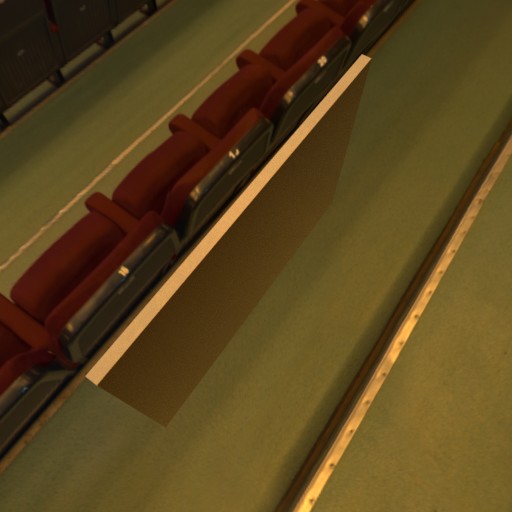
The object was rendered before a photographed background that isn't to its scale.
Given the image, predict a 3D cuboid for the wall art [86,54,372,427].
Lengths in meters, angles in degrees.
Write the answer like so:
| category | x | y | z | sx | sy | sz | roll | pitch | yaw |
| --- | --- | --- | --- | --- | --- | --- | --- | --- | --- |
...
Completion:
| category | x | y | z | sx | sy | sz | roll | pitch | yaw |
| --- | --- | --- | --- | --- | --- | --- | --- | --- | --- |
| wall art | 0.000 | 0.000 | 1.162 | 0.027 | 0.610 | 0.932 | 32 | 67 | 15 |
